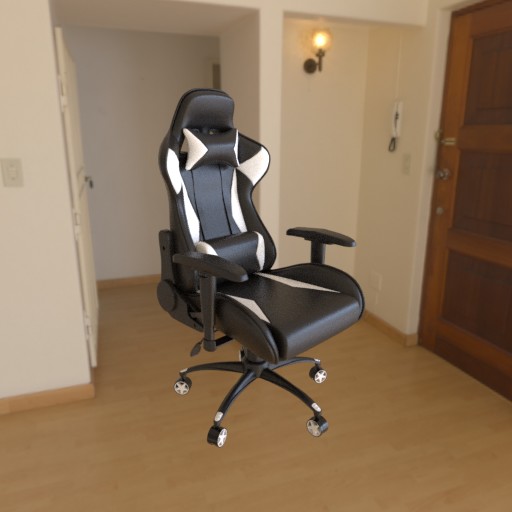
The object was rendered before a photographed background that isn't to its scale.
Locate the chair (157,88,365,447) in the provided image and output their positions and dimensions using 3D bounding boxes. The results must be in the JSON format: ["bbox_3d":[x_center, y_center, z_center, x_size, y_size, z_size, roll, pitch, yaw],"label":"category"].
[{"bbox_3d":[0.000,0.000,1.755,0.695,1.285,0.730,14,21,42],"label":"chair"}]
